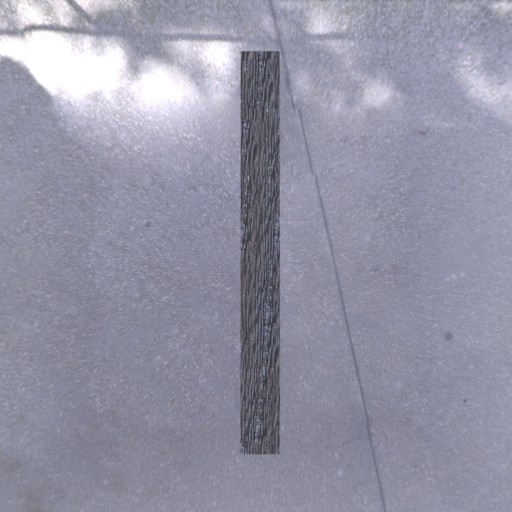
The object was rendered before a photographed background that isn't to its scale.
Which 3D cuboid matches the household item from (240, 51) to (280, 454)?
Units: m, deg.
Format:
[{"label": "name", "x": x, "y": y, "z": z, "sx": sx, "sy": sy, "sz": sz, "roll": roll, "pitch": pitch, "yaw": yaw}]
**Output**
[{"label": "household item", "x": 0.000, "y": 0.000, "z": 0.281, "sx": 0.020, "sy": 0.210, "sz": 0.160, "roll": 0, "pitch": 89, "yaw": 0}]
